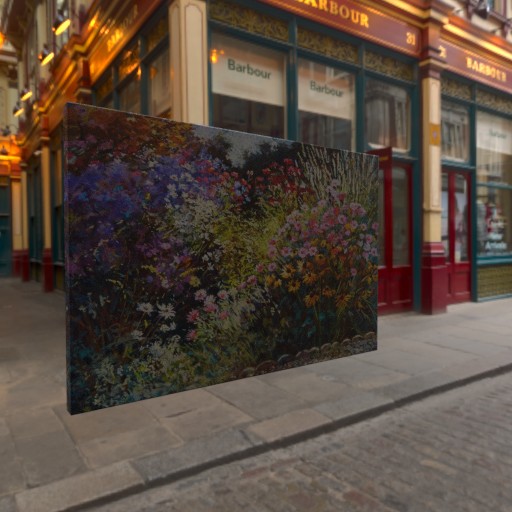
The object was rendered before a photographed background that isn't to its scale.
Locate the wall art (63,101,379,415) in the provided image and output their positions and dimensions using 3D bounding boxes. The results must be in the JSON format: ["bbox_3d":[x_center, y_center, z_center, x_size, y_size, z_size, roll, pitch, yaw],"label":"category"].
[{"bbox_3d":[0.000,0.000,1.130,0.908,0.604,0.037,-1,2,-36],"label":"wall art"}]
